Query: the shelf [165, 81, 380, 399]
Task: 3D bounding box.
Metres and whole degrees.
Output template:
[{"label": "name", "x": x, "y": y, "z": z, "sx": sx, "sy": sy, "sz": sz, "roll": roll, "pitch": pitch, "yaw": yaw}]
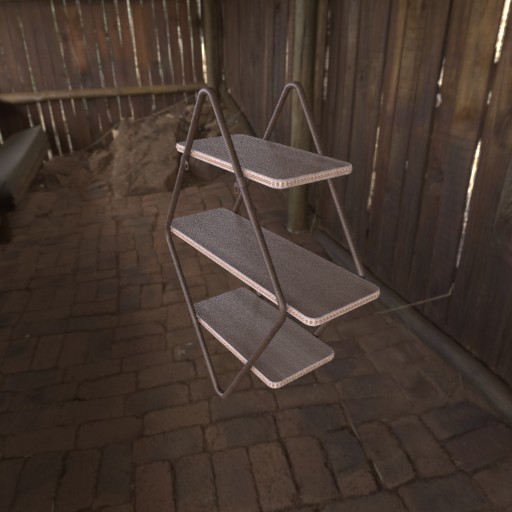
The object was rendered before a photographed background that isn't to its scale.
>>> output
[{"label": "shelf", "x": 0.000, "y": 0.000, "z": 1.064, "sx": 0.234, "sy": 0.774, "sz": 0.609, "roll": -18, "pitch": 31, "yaw": -32}]
